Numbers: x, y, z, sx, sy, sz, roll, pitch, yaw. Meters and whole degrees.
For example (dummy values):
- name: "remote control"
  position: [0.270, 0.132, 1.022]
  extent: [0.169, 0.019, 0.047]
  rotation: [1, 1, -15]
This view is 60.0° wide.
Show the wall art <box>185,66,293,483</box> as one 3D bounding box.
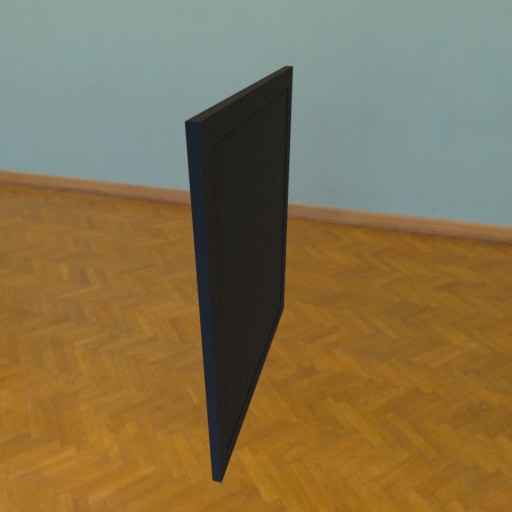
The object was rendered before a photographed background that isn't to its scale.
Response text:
- name: "wall art"
  position: [0.000, 0.000, 0.496]
  extent: [0.010, 0.361, 0.311]
  rotation: [7, 30, 13]
